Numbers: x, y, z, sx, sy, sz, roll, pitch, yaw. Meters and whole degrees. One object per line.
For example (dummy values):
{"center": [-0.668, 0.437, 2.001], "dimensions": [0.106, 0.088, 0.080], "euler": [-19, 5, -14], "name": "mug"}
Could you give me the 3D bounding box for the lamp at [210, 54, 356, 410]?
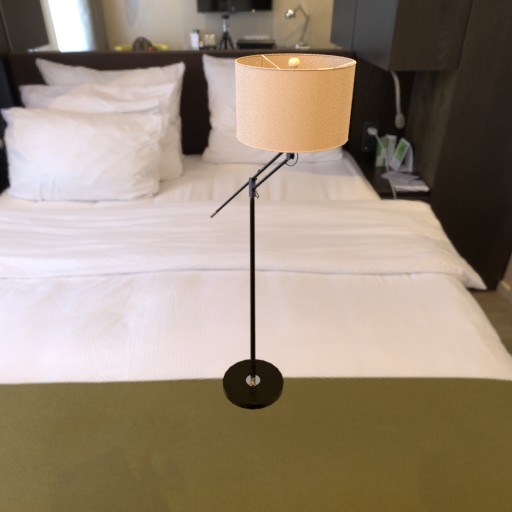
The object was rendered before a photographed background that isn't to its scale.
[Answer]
{"center": [0.000, 0.000, 1.945], "dimensions": [0.373, 1.635, 0.809], "euler": [-19, 35, -28], "name": "lamp"}
